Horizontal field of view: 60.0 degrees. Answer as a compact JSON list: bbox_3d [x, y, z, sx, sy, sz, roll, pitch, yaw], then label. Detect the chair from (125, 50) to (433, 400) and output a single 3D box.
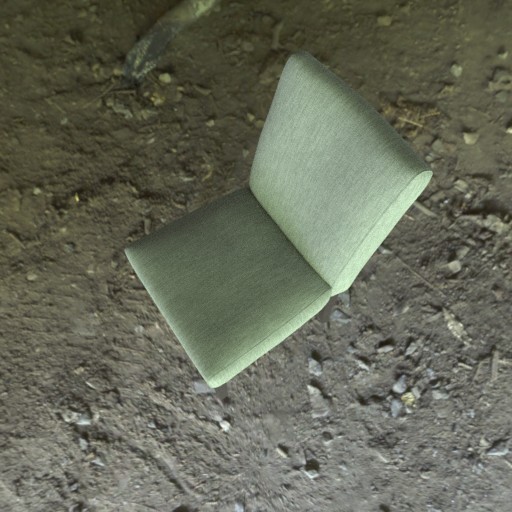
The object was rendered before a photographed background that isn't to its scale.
[{"bbox_3d":[0.000,0.000,1.302,0.629,0.884,0.487,-32,69,-14],"label":"chair"}]
